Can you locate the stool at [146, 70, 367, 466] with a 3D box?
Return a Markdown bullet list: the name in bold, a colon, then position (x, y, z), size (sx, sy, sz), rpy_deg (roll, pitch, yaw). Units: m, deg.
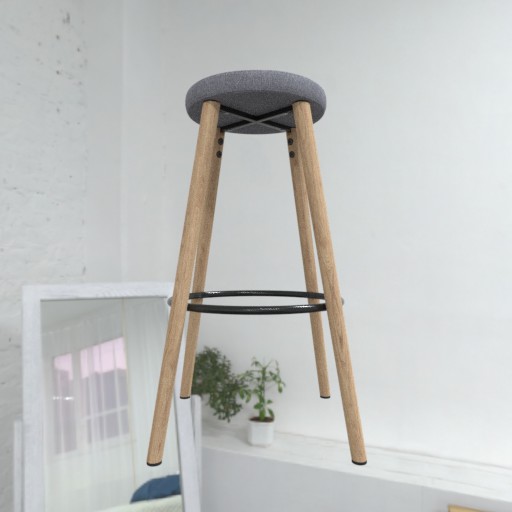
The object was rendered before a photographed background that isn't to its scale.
- **stool**: position (0.000, 0.000, 1.017), size (0.410, 0.770, 0.410), rpy_deg (0, 0, -1)
